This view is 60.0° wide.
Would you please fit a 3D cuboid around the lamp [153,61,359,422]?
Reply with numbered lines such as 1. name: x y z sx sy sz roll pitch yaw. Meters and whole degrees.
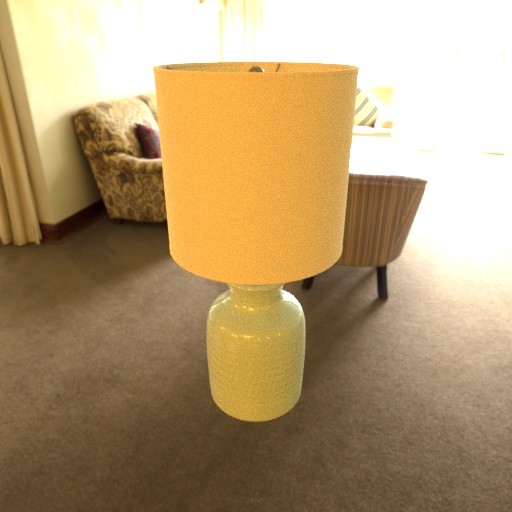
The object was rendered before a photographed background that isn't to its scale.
1. lamp: 0.000 0.000 1.104 0.418 0.871 0.418 -17 31 -31
